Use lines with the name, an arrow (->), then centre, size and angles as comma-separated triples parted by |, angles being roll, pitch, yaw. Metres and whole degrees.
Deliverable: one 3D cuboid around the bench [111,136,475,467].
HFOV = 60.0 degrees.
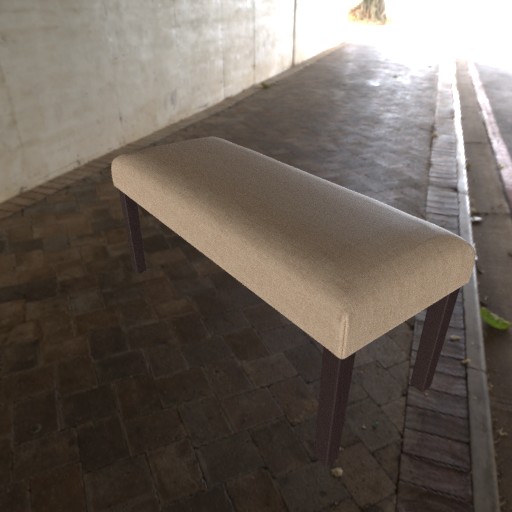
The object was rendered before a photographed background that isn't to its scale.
bench -> 0.000, 0.000, 1.257 | 0.407, 0.456, 1.013 | -21, 36, -31
